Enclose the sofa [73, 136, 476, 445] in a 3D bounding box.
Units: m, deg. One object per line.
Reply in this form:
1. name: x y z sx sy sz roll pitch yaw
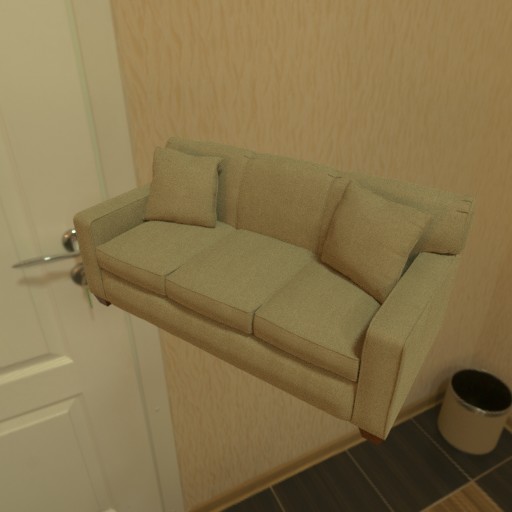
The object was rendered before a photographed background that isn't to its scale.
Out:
1. sofa: 0.000 0.000 2.546 2.024 0.958 0.997 19 36 29
